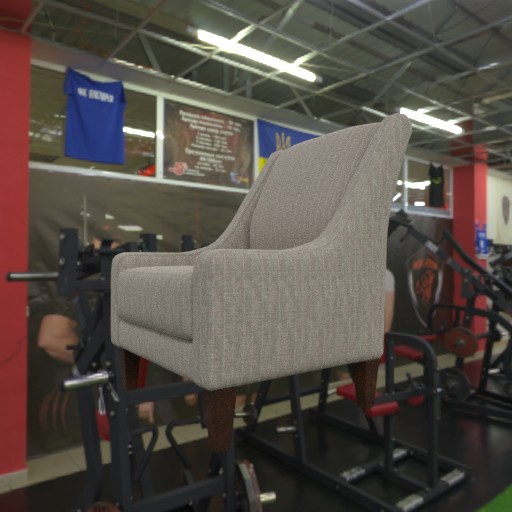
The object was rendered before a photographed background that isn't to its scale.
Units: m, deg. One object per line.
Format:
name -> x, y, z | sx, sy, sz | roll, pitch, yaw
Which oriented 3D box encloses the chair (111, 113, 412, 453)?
chair -> 0.000, 0.000, 1.637 | 0.870, 1.014, 0.774 | 0, 0, -36
